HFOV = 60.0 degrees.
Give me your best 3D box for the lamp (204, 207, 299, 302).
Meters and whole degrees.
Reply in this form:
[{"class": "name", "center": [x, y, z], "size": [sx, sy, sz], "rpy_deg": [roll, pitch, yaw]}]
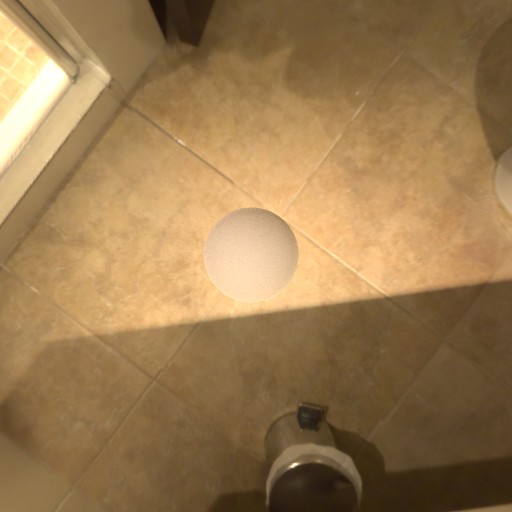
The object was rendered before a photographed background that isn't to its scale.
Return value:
[{"class": "lamp", "center": [0.000, 0.000, 1.823], "size": [0.229, 1.748, 0.229], "rpy_deg": [0, 90, 1]}]
